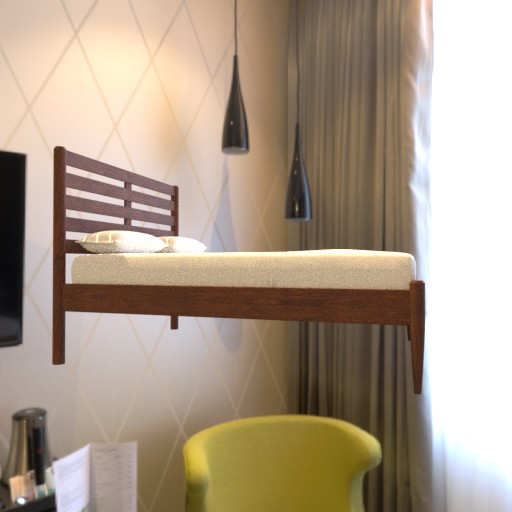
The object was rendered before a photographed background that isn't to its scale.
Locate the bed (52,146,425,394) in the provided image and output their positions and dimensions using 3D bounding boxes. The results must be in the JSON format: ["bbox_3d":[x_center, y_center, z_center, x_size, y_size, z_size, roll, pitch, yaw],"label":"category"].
[{"bbox_3d":[0.000,0.000,3.042,2.093,1.304,1.509,0,-1,18],"label":"bed"}]
